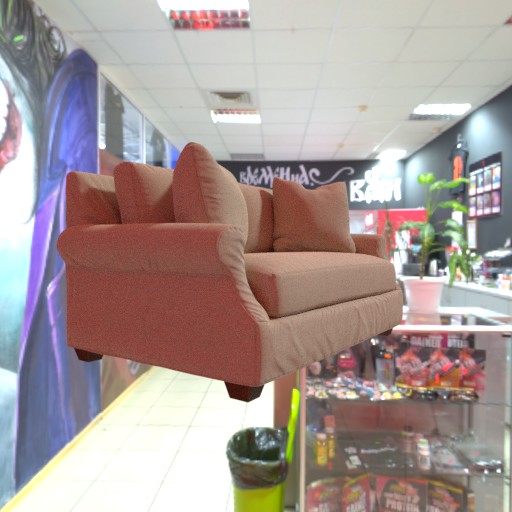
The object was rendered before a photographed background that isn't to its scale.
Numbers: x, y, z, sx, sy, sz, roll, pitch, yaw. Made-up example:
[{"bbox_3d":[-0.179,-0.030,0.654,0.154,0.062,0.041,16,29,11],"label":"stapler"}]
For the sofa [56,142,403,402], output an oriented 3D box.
[{"bbox_3d":[0.000,0.000,2.218,1.070,0.905,1.550,1,1,35],"label":"sofa"}]
